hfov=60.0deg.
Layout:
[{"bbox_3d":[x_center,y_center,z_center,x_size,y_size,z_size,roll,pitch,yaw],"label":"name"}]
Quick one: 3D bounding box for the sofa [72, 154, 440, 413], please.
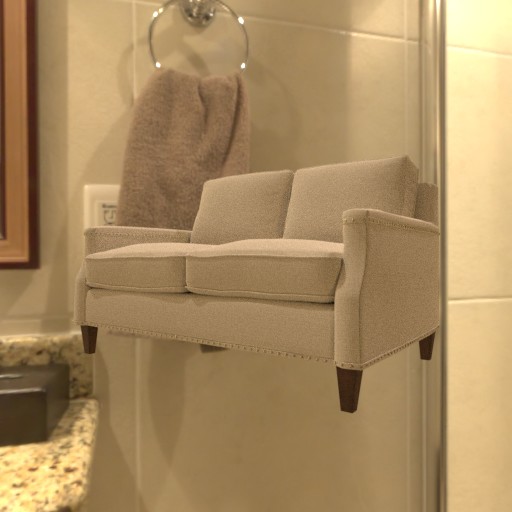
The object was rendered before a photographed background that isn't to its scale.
[{"bbox_3d":[0.000,0.000,2.248,1.597,1.003,1.084,0,0,36],"label":"sofa"}]
